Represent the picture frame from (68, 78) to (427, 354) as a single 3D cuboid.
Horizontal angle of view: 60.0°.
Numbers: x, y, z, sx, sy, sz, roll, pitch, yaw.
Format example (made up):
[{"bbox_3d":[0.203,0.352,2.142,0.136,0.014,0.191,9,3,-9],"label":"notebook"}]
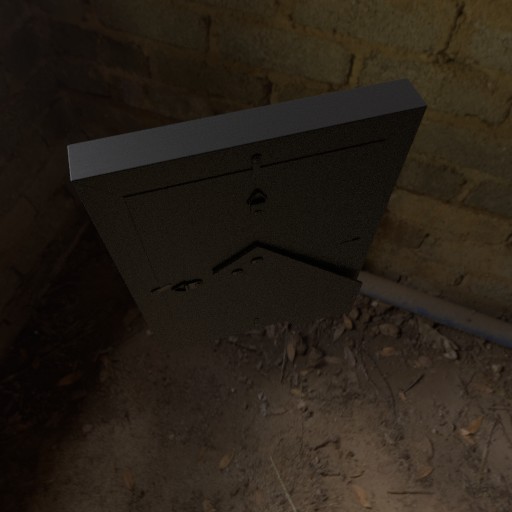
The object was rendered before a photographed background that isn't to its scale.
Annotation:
[{"bbox_3d":[0.000,0.000,0.280,0.157,0.208,0.028,-14,60,-8],"label":"picture frame"}]
